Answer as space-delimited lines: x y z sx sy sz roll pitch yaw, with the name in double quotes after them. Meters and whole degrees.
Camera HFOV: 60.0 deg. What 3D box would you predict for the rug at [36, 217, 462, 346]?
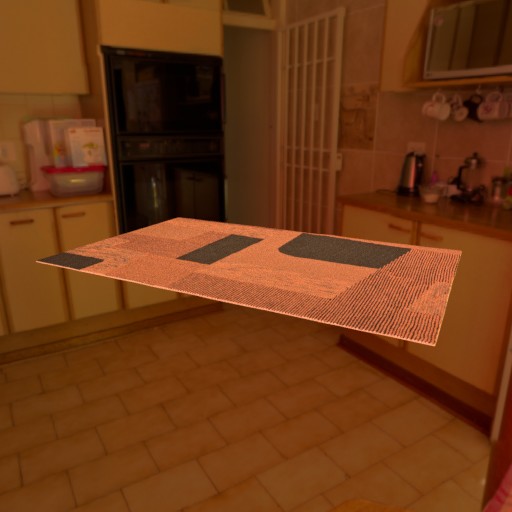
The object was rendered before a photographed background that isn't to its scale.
0.000 0.000 2.980 2.436 0.015 1.521 9 19 26 "rug"
